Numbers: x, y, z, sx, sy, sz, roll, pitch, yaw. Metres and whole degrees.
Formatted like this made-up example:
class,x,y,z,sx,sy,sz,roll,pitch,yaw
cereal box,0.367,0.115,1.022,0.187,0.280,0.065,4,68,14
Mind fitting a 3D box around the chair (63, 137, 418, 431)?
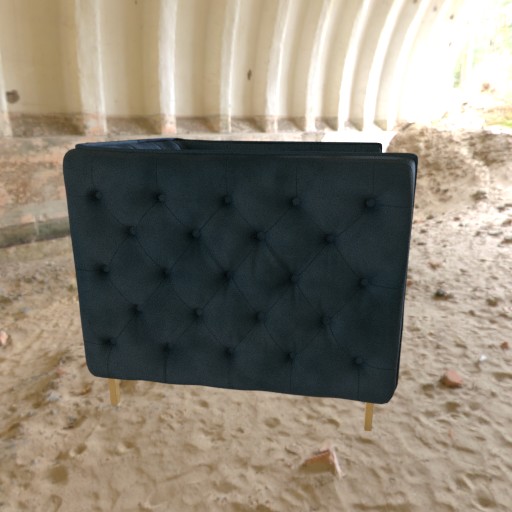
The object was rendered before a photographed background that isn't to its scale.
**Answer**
class,x,y,z,sx,sy,sz,roll,pitch,yaw
chair,0.000,0.000,1.520,0.877,0.771,0.868,3,16,9
